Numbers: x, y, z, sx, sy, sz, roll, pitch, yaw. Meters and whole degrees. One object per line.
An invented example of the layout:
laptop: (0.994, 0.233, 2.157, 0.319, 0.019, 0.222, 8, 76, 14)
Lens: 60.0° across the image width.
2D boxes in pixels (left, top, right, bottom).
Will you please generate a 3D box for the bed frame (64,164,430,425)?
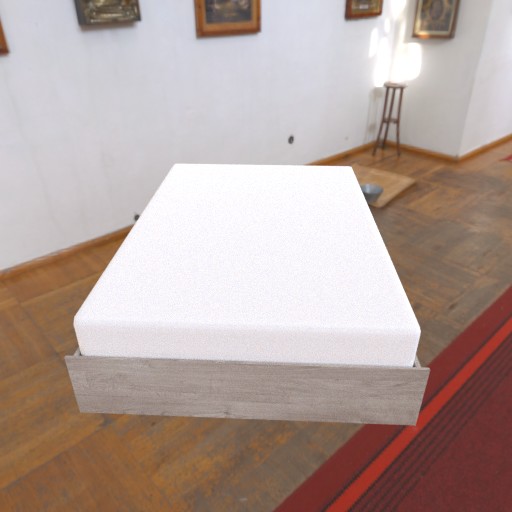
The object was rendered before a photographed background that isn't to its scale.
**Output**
bed frame: (0.000, 0.000, 2.623, 1.445, 0.497, 1.945, 1, 30, 2)
